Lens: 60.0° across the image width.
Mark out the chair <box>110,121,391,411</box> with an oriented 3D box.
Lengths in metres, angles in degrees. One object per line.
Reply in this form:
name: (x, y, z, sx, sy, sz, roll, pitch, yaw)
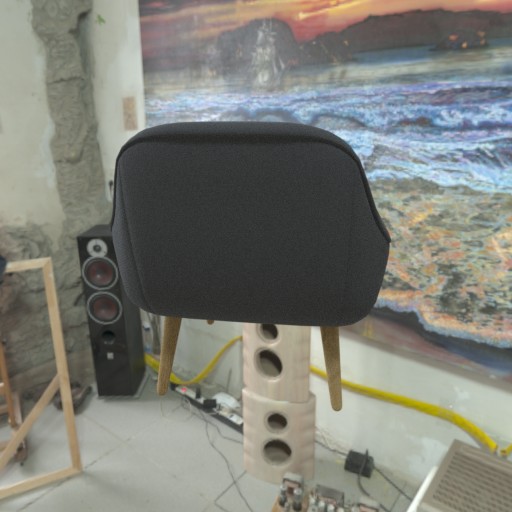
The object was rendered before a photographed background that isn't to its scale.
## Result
chair: (0.000, 0.000, 1.382, 0.770, 0.800, 0.779, 2, 17, 8)
